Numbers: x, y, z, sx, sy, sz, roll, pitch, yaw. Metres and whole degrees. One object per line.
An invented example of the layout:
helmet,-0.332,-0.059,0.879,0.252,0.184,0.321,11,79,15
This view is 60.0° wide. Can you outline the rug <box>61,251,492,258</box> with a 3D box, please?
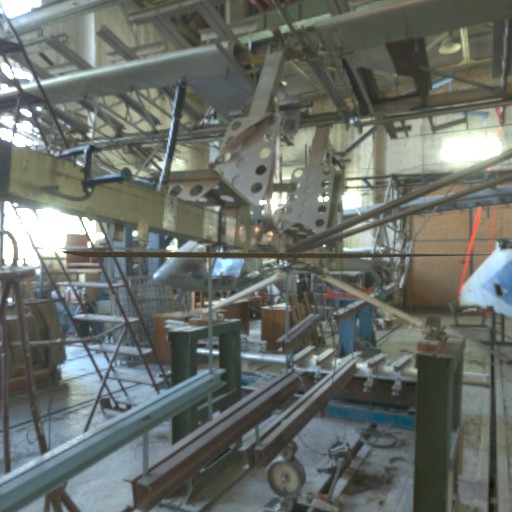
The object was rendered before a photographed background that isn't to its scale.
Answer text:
rug,0.000,0.000,4.236,3.200,0.007,2.443,0,-1,-17
